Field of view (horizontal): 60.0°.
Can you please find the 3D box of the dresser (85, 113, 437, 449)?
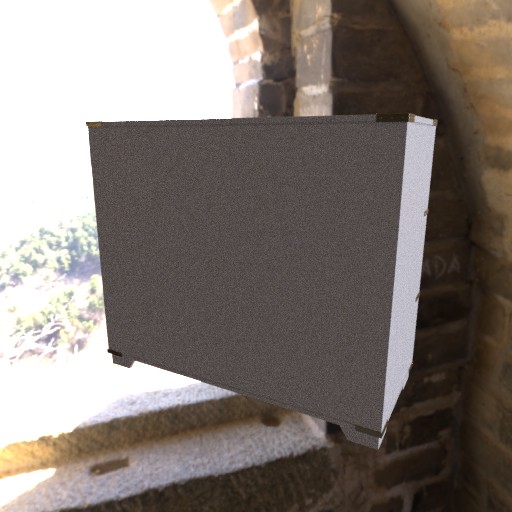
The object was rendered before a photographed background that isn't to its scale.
[{"bbox_3d":[0.000,0.000,1.522,1.022,0.891,0.460,8,17,28],"label":"dresser"}]
